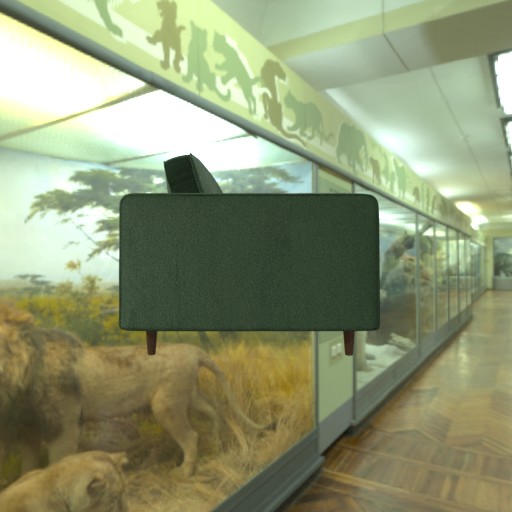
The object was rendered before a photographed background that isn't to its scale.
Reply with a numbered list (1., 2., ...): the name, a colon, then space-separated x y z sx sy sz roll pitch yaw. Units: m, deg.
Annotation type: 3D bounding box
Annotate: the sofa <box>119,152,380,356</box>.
1. sofa: 0.000 0.000 2.604 0.918 0.769 2.199 0 -1 1
